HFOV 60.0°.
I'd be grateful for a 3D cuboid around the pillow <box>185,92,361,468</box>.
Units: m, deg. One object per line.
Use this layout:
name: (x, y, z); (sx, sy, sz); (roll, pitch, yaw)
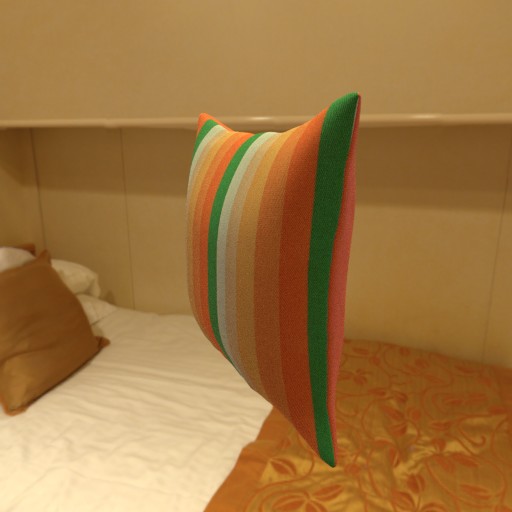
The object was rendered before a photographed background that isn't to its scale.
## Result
pillow: (0.000, 0.000, 0.688); (0.169, 0.444, 0.453); (-8, 17, -26)
